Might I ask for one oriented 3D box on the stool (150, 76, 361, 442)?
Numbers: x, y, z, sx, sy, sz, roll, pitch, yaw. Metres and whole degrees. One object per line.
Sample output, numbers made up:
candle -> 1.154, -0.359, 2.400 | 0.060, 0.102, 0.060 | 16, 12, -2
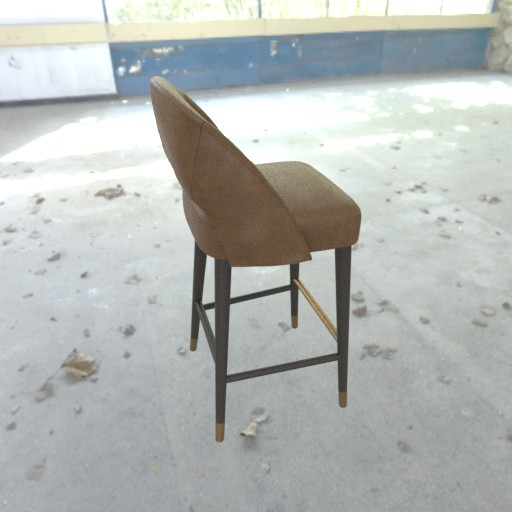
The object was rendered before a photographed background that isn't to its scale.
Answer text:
stool -> 0.000, 0.000, 1.350 | 0.509, 1.037, 0.494 | -10, 33, -15
